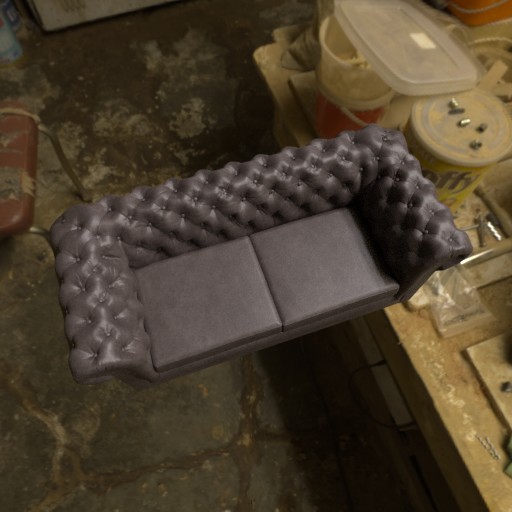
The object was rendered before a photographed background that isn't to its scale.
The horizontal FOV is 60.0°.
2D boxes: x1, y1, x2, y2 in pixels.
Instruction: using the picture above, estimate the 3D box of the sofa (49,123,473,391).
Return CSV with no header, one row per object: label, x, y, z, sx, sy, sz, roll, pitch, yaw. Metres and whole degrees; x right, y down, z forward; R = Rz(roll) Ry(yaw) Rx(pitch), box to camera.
sofa,0.000,0.000,2.549,2.048,0.779,0.944,-17,65,-8
